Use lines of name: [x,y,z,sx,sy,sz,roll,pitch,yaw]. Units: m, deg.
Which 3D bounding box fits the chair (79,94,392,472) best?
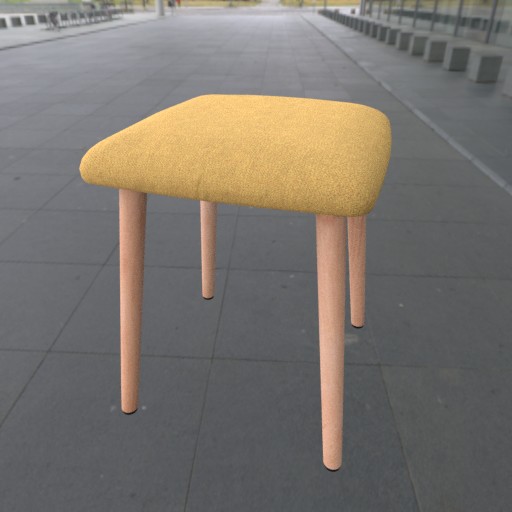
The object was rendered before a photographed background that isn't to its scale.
chair: [0.000,0.000,0.684,0.350,0.440,0.350,9,32,15]
